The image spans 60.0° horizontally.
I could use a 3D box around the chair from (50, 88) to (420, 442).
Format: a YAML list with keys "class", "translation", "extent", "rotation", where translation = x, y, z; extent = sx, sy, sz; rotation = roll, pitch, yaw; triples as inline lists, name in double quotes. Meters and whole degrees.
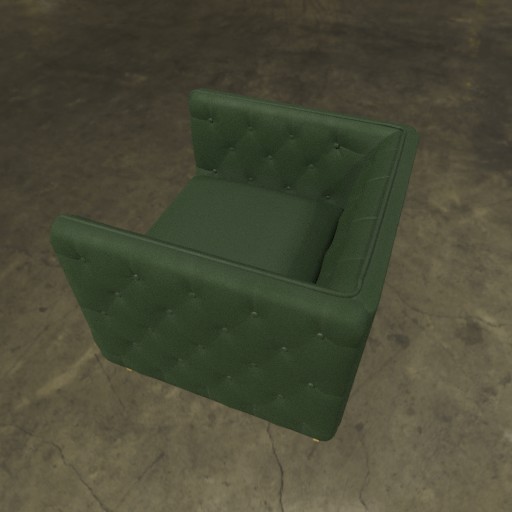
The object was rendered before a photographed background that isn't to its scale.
- class: "chair"
  translation: [0.000, 0.000, 1.562]
  extent: [0.855, 0.768, 0.917]
  rotation: [16, 48, 15]
